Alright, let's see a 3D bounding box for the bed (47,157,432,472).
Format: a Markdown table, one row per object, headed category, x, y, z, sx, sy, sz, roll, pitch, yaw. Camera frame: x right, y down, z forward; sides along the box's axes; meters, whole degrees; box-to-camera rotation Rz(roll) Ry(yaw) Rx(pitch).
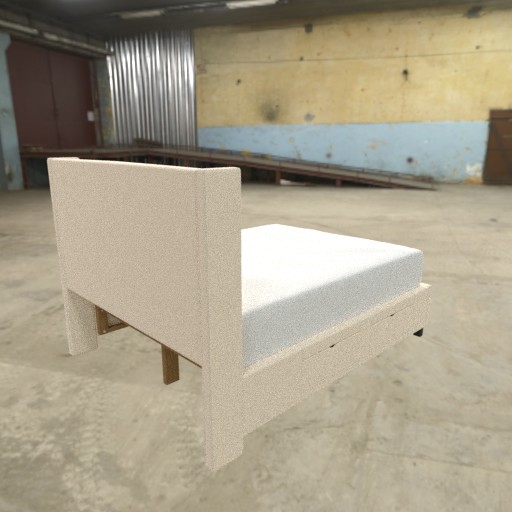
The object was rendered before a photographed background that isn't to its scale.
| category | x | y | z | sx | sy | sz | roll | pitch | yaw |
| --- | --- | --- | --- | --- | --- | --- | --- | --- | --- |
| bed | 0.000 | 0.000 | 3.363 | 2.280 | 1.471 | 1.765 | -14 | 20 | -42 |
